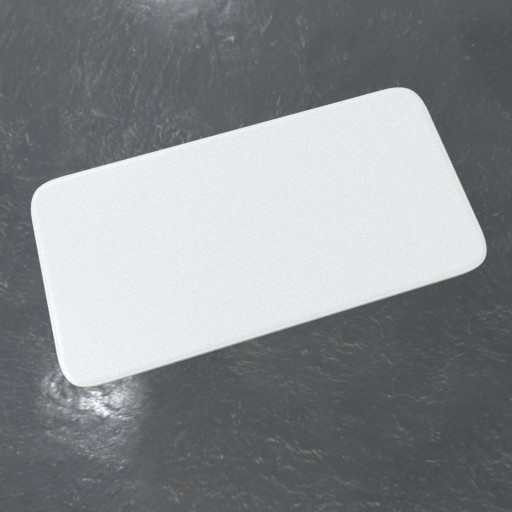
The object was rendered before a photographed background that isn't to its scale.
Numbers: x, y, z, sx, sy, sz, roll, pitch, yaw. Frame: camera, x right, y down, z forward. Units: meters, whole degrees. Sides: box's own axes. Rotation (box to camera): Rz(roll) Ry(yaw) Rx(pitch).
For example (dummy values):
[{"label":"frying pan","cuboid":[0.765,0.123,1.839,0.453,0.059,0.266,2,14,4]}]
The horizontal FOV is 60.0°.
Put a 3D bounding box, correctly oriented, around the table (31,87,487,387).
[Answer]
[{"label":"table","cuboid":[0.000,0.000,1.619,1.219,0.737,0.610,-16,76,-4]}]
